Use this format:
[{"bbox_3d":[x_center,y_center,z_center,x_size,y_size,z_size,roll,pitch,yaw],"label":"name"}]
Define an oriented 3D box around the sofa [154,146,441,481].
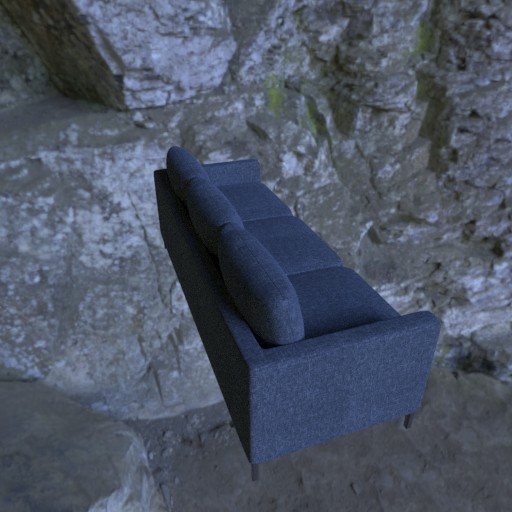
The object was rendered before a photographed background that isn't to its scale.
[{"bbox_3d":[0.000,0.000,2.673,0.859,0.874,2.218,-10,32,-17],"label":"sofa"}]
